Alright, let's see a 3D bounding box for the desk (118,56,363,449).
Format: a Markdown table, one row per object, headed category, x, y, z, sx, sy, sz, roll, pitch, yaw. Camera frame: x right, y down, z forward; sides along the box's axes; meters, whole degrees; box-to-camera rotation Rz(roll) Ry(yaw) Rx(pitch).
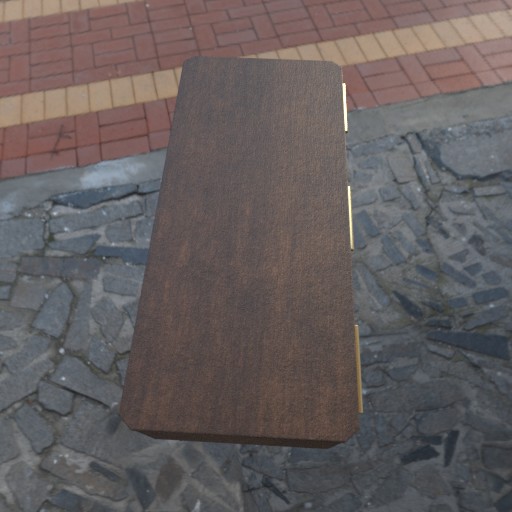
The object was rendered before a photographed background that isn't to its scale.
| category | x | y | z | sx | sy | sz | roll | pitch | yaw |
| --- | --- | --- | --- | --- | --- | --- | --- | --- | --- |
| desk | 0.000 | 0.000 | 1.870 | 0.684 | 0.762 | 1.479 | 3 | 63 | 1 |
